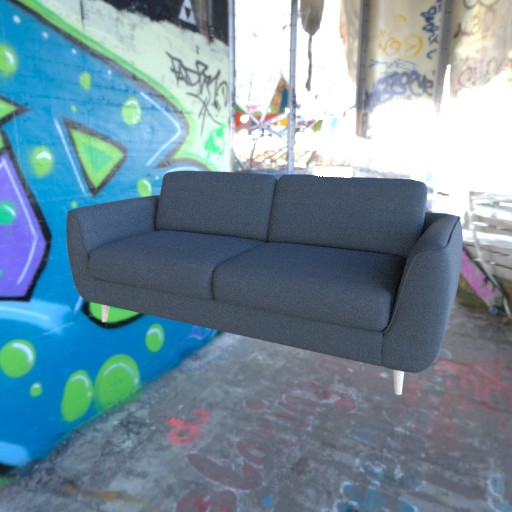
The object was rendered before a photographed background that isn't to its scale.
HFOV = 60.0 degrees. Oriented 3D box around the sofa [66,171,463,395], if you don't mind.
[{"bbox_3d":[0.000,0.000,2.401,2.000,0.850,0.920,7,16,27],"label":"sofa"}]
